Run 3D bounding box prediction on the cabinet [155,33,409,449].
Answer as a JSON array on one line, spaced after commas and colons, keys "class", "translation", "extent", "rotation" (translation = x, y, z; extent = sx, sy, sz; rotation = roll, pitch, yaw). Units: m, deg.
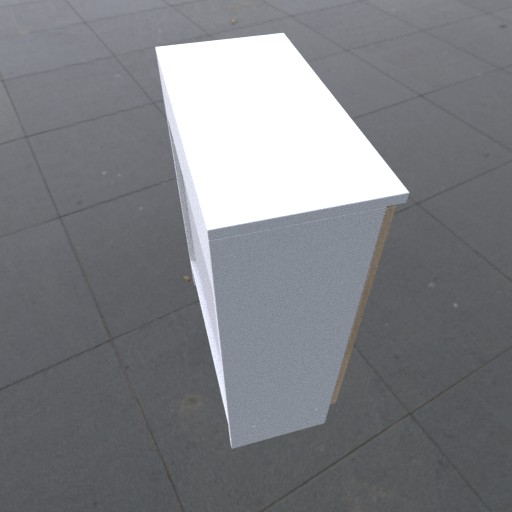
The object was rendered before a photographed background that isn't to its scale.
[{"class": "cabinet", "translation": [0.000, 0.000, 1.106], "extent": [0.296, 0.815, 0.600], "rotation": [-11, 49, -10]}]
